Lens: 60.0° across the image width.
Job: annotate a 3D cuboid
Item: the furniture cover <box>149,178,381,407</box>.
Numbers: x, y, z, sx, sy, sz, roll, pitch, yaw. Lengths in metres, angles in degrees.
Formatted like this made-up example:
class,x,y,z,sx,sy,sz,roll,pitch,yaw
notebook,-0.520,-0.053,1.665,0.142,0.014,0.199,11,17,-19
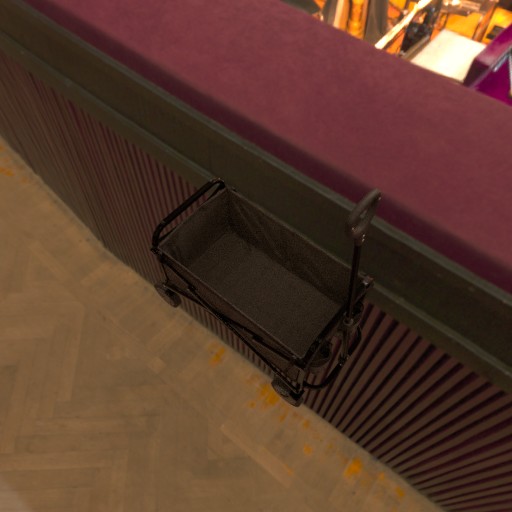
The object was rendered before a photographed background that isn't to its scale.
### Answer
class,x,y,z,sx,sy,sz,roll,pitch,yaw
furniture cover,0.000,0.000,1.833,1.038,1.295,0.532,35,64,20
